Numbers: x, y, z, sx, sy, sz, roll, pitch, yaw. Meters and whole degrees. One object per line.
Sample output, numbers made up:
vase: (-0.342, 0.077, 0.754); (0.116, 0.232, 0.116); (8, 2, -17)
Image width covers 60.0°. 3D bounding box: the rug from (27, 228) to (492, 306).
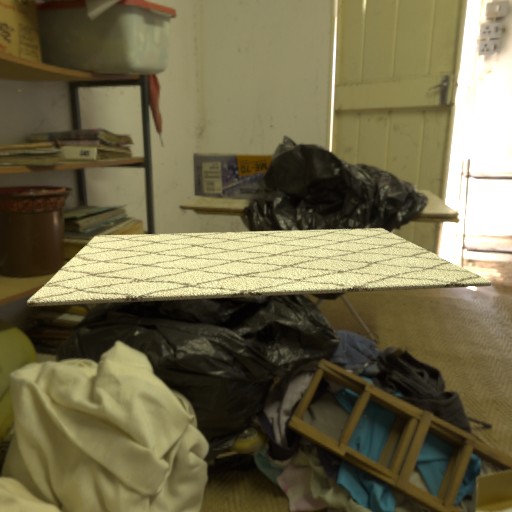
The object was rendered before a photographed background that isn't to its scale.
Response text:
rug: (0.000, 0.000, 3.019); (2.438, 0.030, 1.524); (-2, 15, -7)
